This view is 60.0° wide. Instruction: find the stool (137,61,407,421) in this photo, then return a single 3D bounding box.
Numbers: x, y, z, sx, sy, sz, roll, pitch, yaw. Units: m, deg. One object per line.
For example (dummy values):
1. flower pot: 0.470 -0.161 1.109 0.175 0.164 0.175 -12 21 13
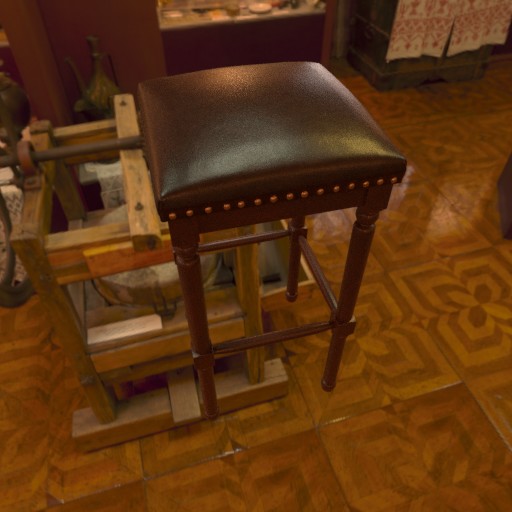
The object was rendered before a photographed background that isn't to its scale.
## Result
1. stool: 0.000 0.000 0.996 0.382 0.768 0.383 -11 46 -10
